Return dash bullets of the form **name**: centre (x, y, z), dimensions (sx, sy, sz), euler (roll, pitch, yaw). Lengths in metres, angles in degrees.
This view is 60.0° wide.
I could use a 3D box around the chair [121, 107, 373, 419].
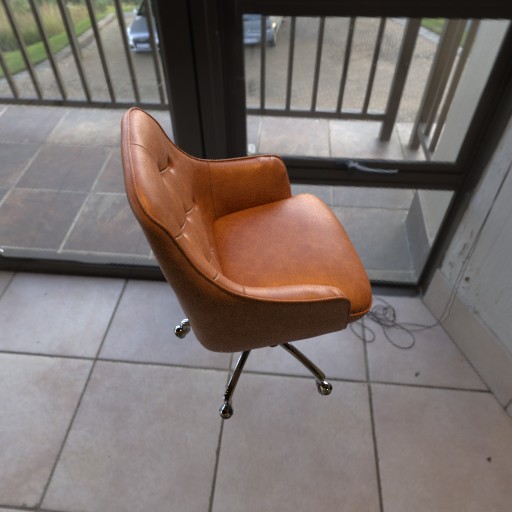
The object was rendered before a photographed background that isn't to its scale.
- **chair**: centre (0.000, 0.000, 1.345), dimensions (0.615, 0.909, 0.628), euler (-10, 48, -9)
